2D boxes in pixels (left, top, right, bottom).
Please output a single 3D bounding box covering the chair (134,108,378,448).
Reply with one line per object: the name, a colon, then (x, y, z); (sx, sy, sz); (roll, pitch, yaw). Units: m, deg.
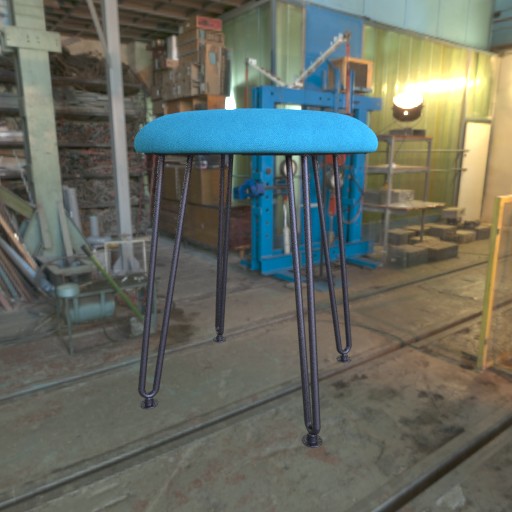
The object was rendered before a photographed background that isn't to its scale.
chair: (0.000, 0.000, 0.699); (0.350, 0.430, 0.350); (2, 13, 8)
